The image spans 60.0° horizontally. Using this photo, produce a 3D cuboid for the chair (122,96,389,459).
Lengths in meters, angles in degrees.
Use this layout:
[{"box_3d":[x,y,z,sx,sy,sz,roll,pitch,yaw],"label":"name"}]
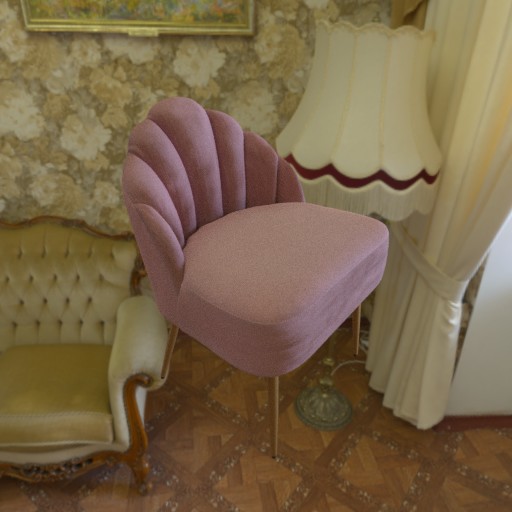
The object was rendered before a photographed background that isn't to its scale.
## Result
[{"box_3d":[0.000,0.000,1.263,0.599,0.819,0.657,18,31,32],"label":"chair"}]
